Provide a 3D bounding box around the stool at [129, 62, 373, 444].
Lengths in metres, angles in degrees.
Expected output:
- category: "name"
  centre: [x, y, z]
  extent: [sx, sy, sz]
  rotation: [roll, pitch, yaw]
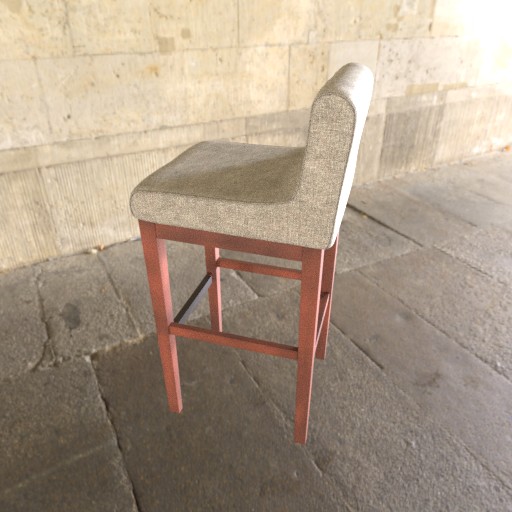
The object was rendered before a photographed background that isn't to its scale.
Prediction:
- category: "stool"
  centre: [0.000, 0.000, 1.225]
  extent: [0.499, 0.965, 0.426]
  rotation: [8, 31, 14]
